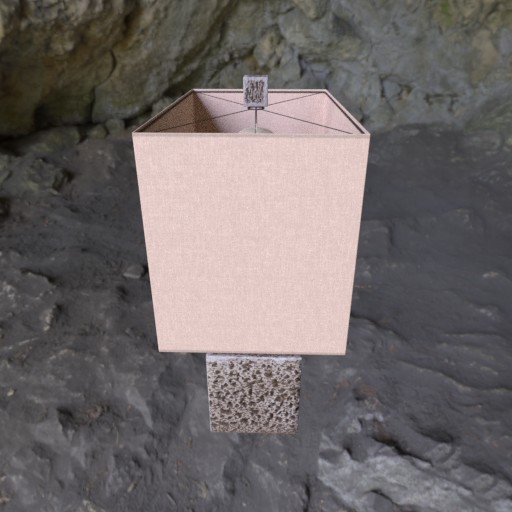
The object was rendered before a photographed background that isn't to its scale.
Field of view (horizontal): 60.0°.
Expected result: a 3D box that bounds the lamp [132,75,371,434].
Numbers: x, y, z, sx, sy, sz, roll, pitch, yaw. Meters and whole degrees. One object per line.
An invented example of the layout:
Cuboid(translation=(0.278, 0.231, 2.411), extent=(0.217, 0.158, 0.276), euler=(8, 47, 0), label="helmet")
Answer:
Cuboid(translation=(0.000, 0.000, 0.544), extent=(0.180, 0.411, 0.294), euler=(1, 27, 1), label="lamp")
